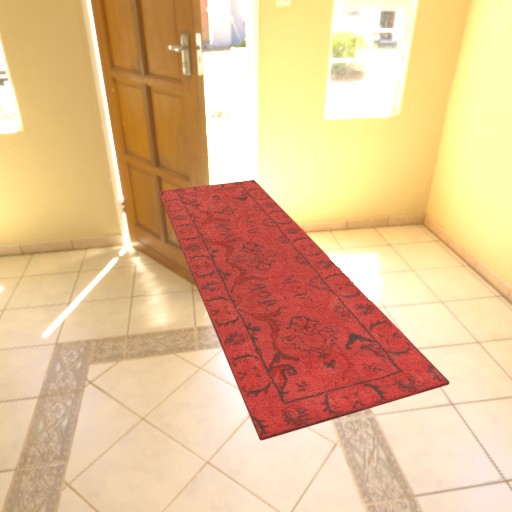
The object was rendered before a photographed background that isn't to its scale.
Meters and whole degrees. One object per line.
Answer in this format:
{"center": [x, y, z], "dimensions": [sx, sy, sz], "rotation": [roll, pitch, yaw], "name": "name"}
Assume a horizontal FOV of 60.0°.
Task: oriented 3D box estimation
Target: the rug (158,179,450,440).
{"center": [0.000, 0.000, 2.662], "dimensions": [0.813, 0.018, 2.439], "rotation": [-10, 32, -16], "name": "rug"}
